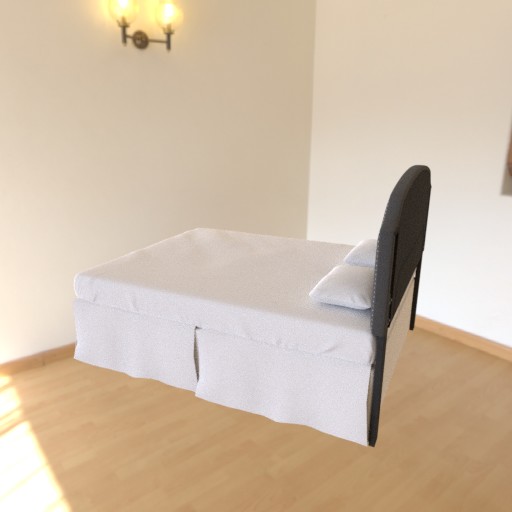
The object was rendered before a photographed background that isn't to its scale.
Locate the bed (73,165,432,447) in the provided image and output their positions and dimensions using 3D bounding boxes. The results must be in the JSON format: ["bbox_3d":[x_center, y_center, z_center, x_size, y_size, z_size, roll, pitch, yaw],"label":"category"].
[{"bbox_3d":[0.000,0.000,2.995,1.999,1.270,1.558,8,19,25],"label":"bed"}]
